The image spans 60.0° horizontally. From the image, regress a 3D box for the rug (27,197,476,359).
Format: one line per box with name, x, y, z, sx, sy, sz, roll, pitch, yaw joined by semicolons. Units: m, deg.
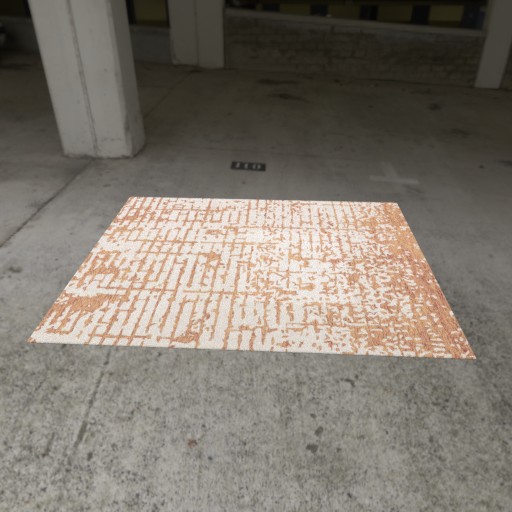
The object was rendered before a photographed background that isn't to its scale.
rug;0.000;0.000;4.034;3.050;0.011;2.441;2;32;3
